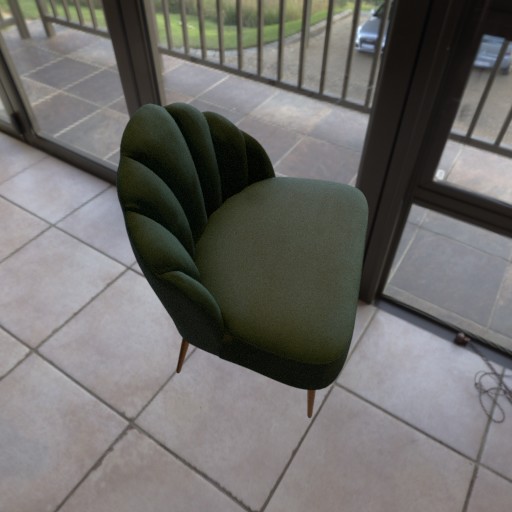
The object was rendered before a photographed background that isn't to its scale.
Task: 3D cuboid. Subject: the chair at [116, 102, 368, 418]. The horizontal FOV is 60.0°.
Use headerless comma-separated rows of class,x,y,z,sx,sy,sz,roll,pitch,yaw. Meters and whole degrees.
chair,0.000,0.000,1.275,0.599,0.819,0.657,11,48,10
